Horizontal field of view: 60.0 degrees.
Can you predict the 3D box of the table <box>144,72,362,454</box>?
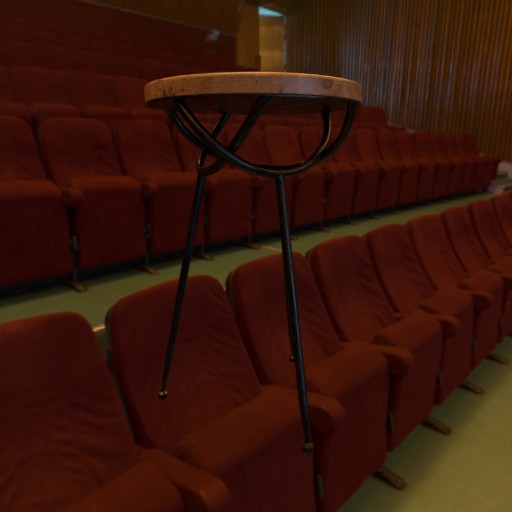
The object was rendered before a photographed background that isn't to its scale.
[{"bbox_3d":[0.000,0.000,0.935,0.414,0.664,0.418,13,19,42],"label":"table"}]
